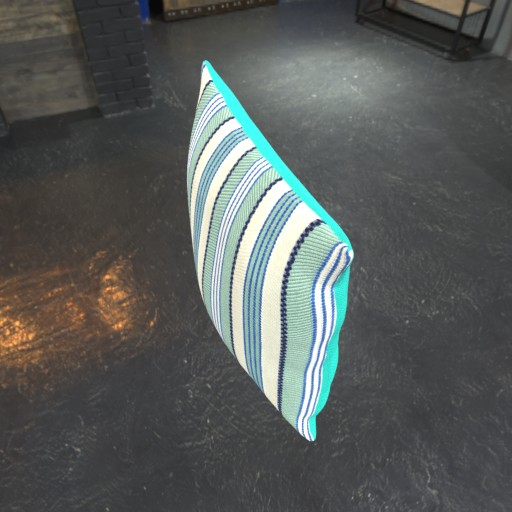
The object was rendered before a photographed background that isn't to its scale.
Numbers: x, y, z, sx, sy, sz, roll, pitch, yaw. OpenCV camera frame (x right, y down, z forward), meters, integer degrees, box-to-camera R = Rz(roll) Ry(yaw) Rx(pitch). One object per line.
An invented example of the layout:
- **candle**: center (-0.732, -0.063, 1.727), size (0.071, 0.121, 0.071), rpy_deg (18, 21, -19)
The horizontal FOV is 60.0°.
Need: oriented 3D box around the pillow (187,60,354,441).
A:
- **pillow**: center (0.000, 0.000, 0.682), size (0.182, 0.441, 0.440), rpy_deg (-16, 48, -15)
